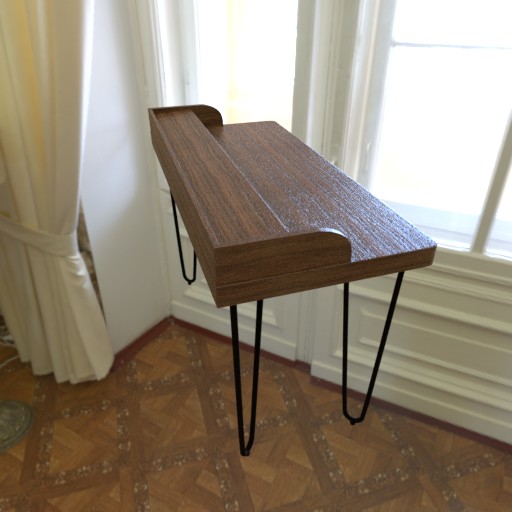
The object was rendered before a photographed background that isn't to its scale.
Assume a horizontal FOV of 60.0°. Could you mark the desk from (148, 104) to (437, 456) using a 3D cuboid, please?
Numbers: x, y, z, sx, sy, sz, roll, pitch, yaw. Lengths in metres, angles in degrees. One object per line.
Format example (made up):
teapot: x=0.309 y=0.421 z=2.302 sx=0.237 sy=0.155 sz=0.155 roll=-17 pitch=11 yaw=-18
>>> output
desk: x=0.000 y=0.000 z=1.667 sx=0.565 sy=0.854 sz=1.200 roll=-10 pitch=33 yaw=-15
